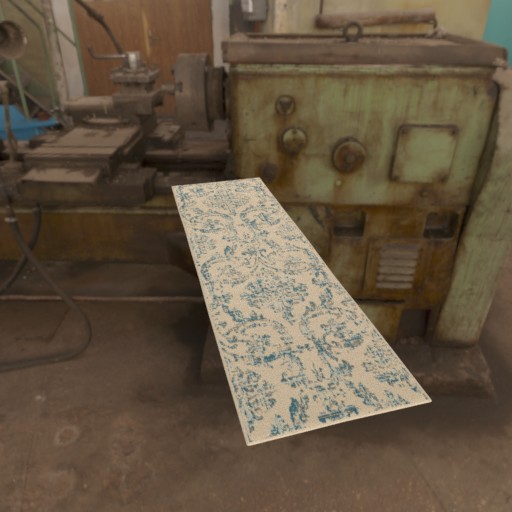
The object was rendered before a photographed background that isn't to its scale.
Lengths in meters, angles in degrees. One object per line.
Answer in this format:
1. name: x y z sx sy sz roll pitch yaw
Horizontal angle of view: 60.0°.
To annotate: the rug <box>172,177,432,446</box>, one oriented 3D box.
1. rug: 0.000 0.000 2.365 0.662 0.011 2.196 -8 32 -13
